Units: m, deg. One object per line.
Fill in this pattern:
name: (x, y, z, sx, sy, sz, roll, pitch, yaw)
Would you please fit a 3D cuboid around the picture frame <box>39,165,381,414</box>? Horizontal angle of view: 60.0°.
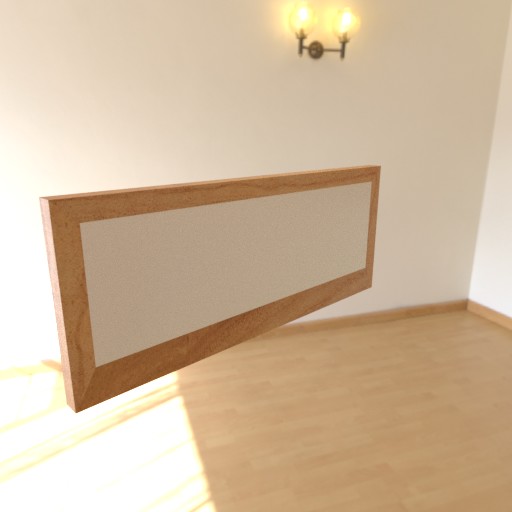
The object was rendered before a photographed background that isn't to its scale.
picture frame: (0.000, 0.000, 0.658, 0.582, 0.234, 0.045, -15, 22, -41)
